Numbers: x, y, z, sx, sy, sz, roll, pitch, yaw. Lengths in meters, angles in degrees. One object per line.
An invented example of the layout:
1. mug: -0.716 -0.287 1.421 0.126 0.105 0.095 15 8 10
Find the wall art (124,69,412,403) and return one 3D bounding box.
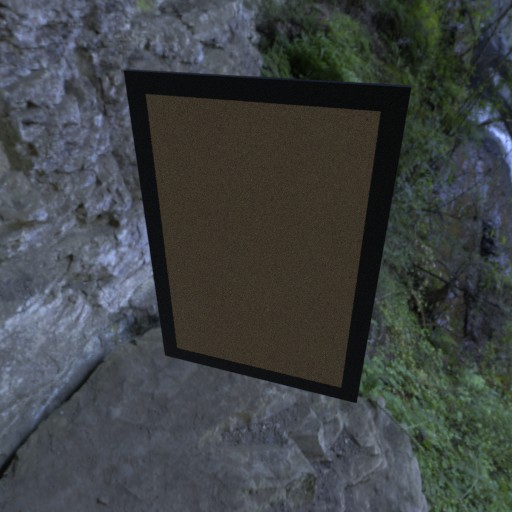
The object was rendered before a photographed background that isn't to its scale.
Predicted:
1. wall art: 0.000 0.000 0.704 0.381 0.534 0.013 10 33 16
